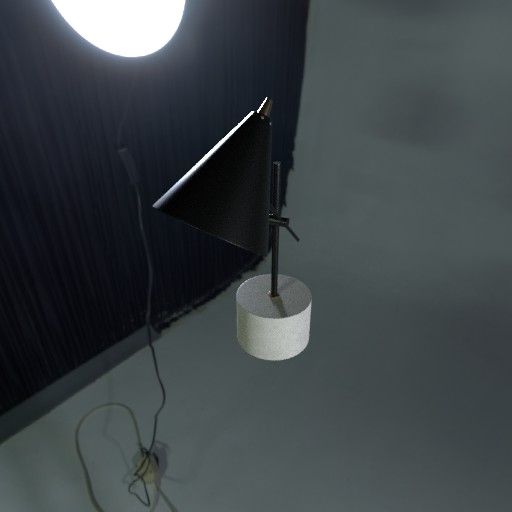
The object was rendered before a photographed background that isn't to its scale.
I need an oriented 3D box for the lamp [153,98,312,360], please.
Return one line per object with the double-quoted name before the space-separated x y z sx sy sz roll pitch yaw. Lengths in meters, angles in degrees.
"lamp" 0.000 0.000 0.722 0.214 0.518 0.403 20 36 30
